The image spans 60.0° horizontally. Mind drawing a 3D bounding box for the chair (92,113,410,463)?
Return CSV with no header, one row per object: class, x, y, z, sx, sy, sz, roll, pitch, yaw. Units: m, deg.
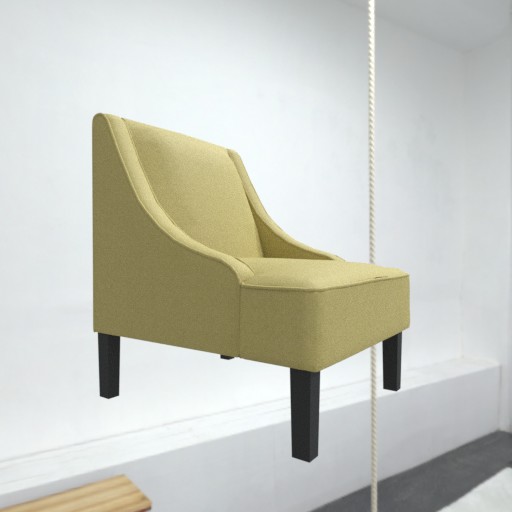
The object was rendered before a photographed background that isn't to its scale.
chair,0.000,0.000,1.446,0.814,0.896,0.696,1,1,35
